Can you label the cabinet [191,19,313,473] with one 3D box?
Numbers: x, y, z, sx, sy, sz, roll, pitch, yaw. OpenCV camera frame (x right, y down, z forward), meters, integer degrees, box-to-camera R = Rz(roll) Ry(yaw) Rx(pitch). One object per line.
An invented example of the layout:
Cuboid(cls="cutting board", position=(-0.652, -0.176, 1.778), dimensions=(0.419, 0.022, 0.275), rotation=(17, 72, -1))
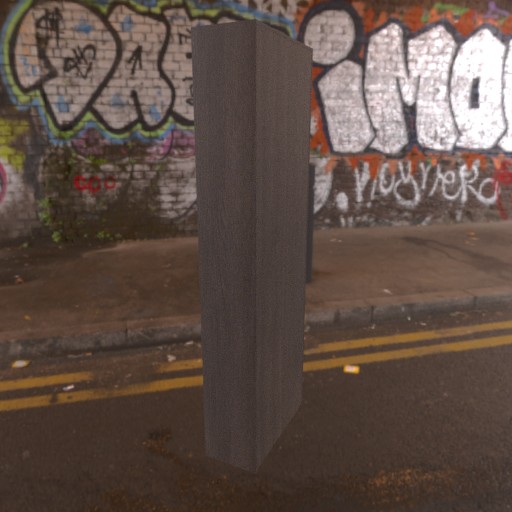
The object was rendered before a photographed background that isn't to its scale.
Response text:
Cuboid(cls="cabinet", position=(0.000, 0.000, 1.822), dimensions=(0.255, 1.630, 0.520), rotation=(7, 17, 25))
